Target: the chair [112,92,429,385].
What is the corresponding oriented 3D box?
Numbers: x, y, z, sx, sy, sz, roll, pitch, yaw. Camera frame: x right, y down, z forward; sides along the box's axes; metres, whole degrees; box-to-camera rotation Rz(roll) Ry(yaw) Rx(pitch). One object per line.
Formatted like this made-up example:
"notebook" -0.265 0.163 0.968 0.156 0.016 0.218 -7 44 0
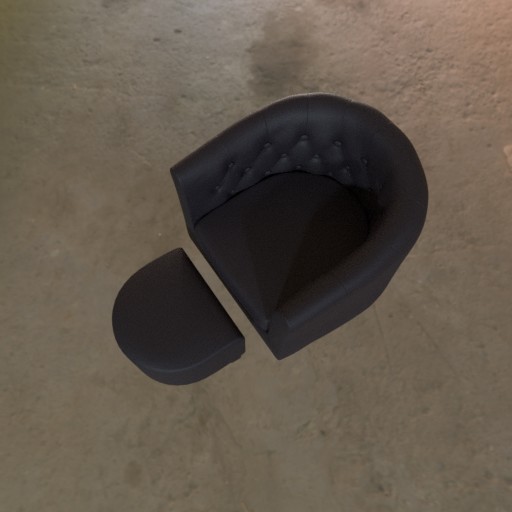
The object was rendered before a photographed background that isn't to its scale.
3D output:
"chair" 0.000 0.000 1.693 1.191 0.760 0.763 -32 68 -15
